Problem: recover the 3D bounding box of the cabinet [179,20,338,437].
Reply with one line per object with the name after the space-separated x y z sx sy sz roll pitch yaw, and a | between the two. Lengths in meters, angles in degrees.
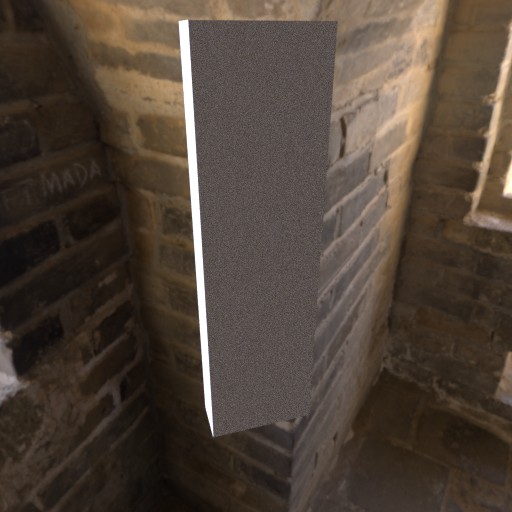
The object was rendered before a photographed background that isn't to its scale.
0.000 0.000 1.912 0.500 1.790 0.230 -8 28 -15 | cabinet
